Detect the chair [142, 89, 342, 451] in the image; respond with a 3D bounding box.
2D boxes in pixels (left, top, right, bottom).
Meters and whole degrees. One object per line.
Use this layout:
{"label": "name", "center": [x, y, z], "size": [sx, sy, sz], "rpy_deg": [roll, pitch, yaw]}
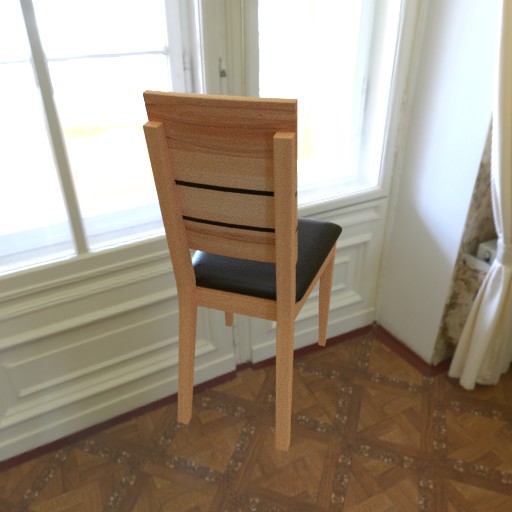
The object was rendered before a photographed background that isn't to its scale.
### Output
{"label": "chair", "center": [0.000, 0.000, 1.233], "size": [0.410, 0.940, 0.520], "rpy_deg": [9, 32, 15]}
